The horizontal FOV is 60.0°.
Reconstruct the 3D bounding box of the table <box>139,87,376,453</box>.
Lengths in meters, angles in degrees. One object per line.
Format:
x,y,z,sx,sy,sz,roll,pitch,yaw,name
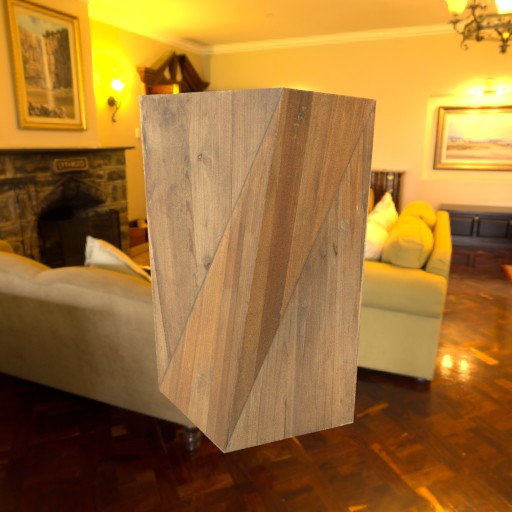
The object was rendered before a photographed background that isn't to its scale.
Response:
0.000,0.000,0.911,0.441,0.604,0.425,-7,16,-25,table
